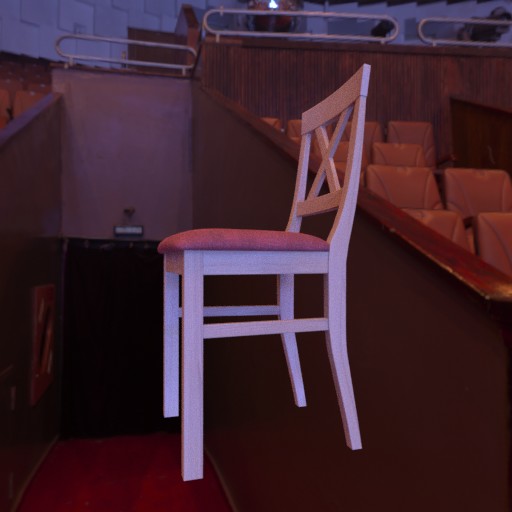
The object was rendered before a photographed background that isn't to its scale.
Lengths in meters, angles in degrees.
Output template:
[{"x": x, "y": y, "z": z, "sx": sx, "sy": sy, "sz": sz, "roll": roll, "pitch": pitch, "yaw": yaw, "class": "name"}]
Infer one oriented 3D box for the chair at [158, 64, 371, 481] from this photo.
[{"x": 0.000, "y": 0.000, "z": 1.156, "sx": 0.492, "sy": 0.912, "sz": 0.439, "roll": 0, "pitch": -1, "yaw": -17, "class": "chair"}]
